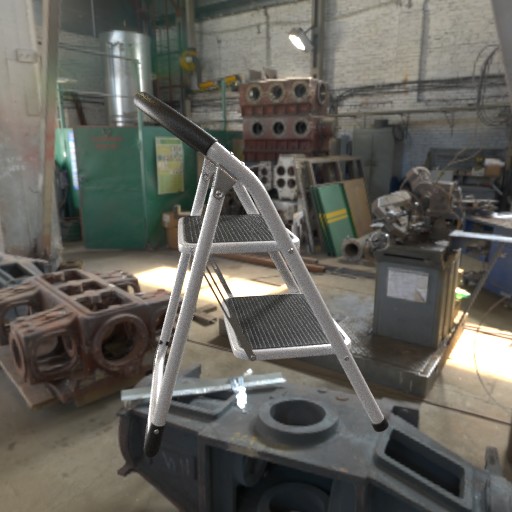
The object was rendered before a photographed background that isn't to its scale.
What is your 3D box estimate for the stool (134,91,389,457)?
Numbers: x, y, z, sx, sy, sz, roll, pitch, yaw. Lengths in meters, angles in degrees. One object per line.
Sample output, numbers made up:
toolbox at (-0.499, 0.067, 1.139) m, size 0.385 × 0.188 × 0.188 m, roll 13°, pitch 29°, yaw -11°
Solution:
stool at (0.000, 0.000, 1.106) m, size 0.559 × 0.760 × 0.453 m, roll -2°, pitch 15°, yaw -9°
